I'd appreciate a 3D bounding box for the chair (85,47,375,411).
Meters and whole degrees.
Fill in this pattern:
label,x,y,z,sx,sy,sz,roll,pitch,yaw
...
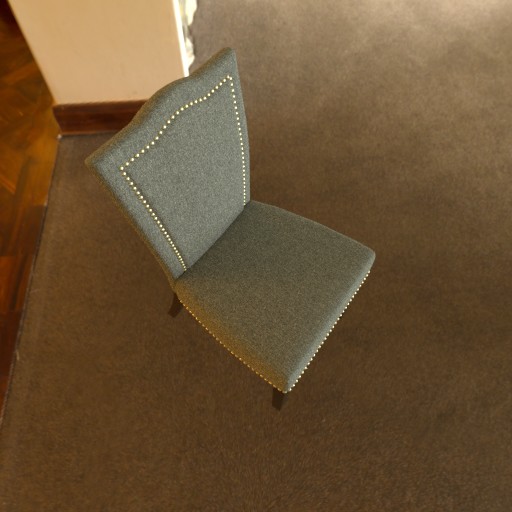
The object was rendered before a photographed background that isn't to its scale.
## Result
label,x,y,z,sx,sy,sz,roll,pitch,yaw
chair,0.000,0.000,1.332,0.589,0.946,0.518,31,64,18
